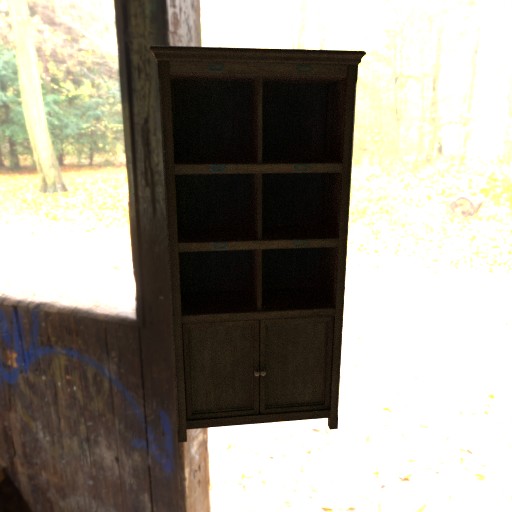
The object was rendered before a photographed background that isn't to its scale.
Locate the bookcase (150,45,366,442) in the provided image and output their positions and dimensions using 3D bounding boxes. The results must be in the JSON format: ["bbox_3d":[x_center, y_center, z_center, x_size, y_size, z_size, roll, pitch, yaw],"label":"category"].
[{"bbox_3d":[0.000,0.000,2.241,0.906,1.880,0.348,-2,15,-7],"label":"bookcase"}]
